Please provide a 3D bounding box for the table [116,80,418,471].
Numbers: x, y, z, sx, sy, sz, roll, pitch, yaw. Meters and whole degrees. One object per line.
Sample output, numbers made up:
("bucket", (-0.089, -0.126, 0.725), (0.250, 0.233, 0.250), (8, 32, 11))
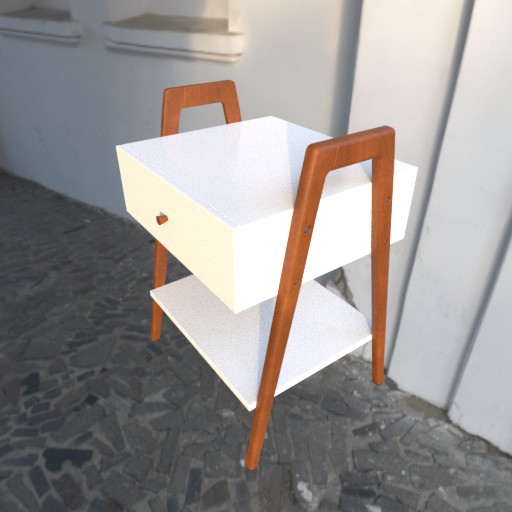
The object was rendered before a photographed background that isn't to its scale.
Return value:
("table", (0.000, 0.000, 0.923), (0.405, 0.610, 0.457), (-21, 38, -30))
